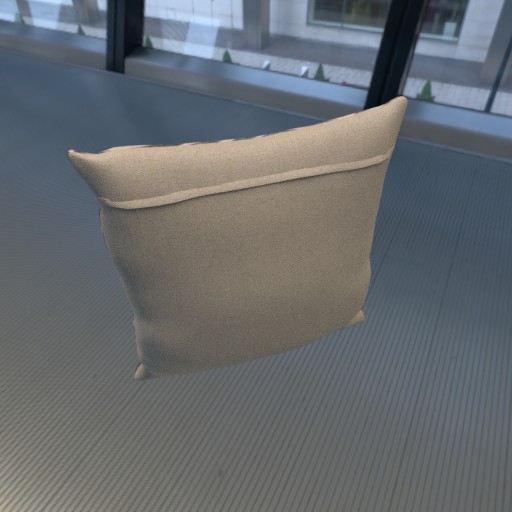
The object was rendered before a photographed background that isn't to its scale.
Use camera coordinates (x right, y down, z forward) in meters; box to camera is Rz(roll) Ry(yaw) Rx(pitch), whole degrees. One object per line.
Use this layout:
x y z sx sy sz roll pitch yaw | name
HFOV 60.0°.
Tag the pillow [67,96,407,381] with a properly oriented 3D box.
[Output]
0.000 0.000 0.675 0.440 0.441 0.182 -13 43 -14 | pillow
